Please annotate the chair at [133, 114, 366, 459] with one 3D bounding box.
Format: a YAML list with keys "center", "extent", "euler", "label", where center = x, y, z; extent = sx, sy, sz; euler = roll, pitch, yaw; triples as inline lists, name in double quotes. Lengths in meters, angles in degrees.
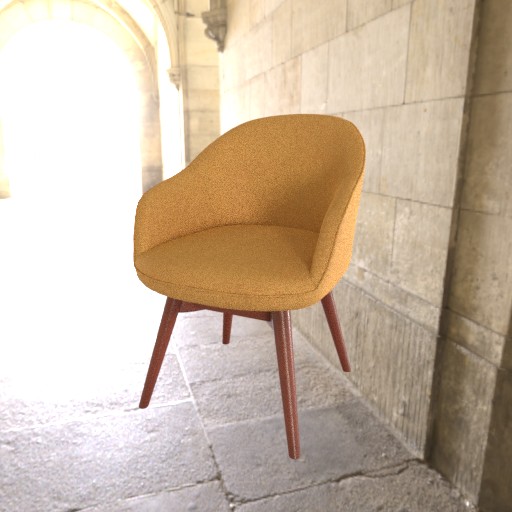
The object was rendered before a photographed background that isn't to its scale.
- center: [0.000, 0.000, 1.291]
  extent: [0.596, 0.823, 0.635]
  euler: [7, 16, 26]
  label: "chair"
